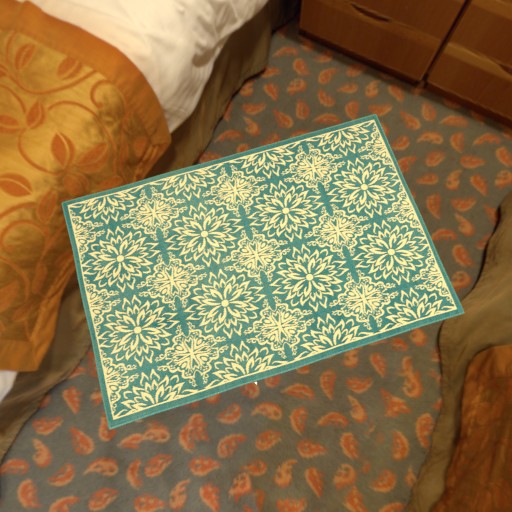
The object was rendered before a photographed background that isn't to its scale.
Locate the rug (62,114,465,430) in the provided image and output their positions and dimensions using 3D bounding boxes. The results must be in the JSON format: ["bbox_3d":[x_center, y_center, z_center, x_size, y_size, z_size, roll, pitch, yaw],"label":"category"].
[{"bbox_3d":[0.000,0.000,3.509,2.769,0.018,1.830,-17,75,-5],"label":"rug"}]
